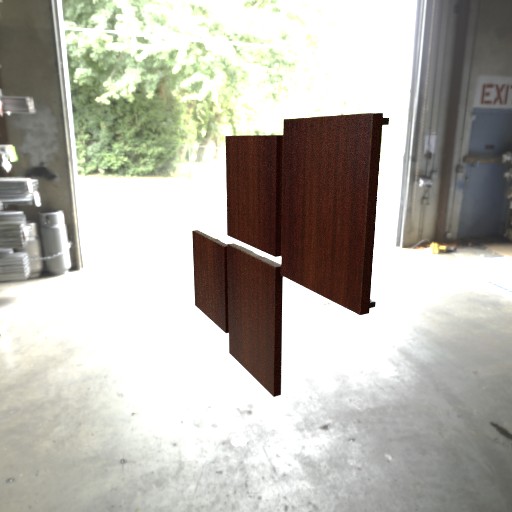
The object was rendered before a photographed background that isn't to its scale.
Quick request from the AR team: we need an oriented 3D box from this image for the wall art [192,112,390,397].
[{"bbox_3d":[0.000,0.000,0.856,0.030,0.497,0.635,-8,17,-27],"label":"wall art"}]
